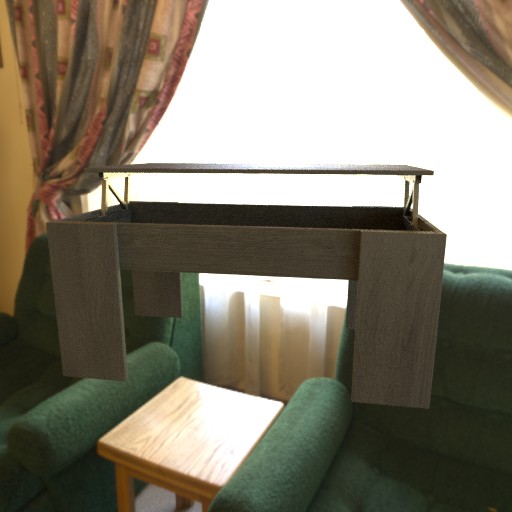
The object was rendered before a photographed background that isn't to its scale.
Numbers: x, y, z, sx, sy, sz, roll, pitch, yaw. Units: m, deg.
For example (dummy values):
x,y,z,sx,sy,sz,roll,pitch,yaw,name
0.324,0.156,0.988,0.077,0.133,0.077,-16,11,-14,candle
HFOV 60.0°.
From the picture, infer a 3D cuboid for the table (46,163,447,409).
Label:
x,y,z,sx,sy,sz,roll,pitch,yaw,name
0.000,0.000,1.449,1.000,0.570,0.711,2,14,9,table
